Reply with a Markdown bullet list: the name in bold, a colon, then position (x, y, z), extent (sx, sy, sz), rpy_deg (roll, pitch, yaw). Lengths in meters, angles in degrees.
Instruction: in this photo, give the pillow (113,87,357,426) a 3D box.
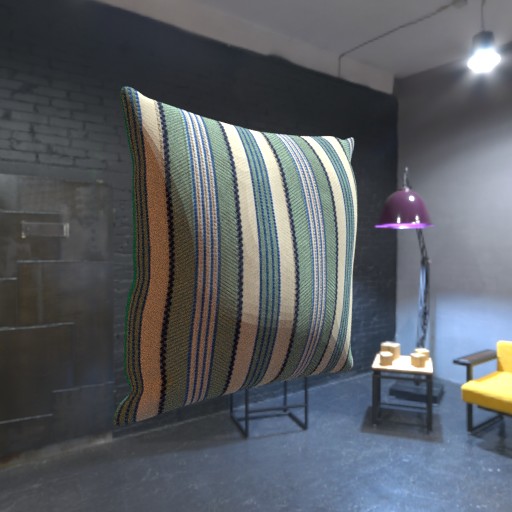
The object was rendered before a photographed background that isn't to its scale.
- **pillow**: position (0.000, 0.000, 0.690), extent (0.440, 0.441, 0.182), rpy_deg (-1, 1, -35)
